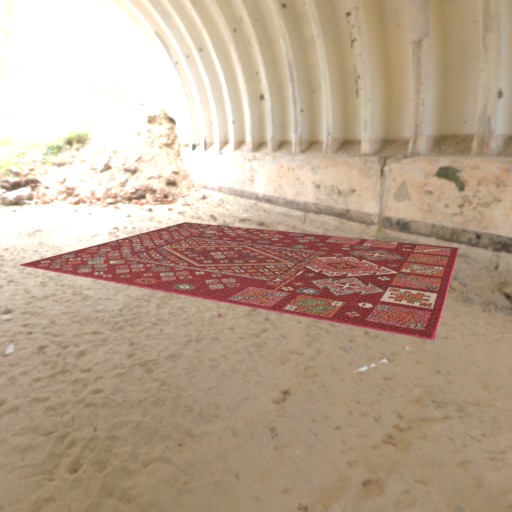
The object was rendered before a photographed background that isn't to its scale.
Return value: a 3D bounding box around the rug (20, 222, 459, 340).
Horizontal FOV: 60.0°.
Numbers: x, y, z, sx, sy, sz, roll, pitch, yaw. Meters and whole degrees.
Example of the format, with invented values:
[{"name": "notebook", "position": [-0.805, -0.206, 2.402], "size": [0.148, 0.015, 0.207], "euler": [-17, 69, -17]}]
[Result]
[{"name": "rug", "position": [0.000, 0.000, 4.082], "size": [3.306, 0.011, 2.389], "euler": [7, 16, 26]}]
